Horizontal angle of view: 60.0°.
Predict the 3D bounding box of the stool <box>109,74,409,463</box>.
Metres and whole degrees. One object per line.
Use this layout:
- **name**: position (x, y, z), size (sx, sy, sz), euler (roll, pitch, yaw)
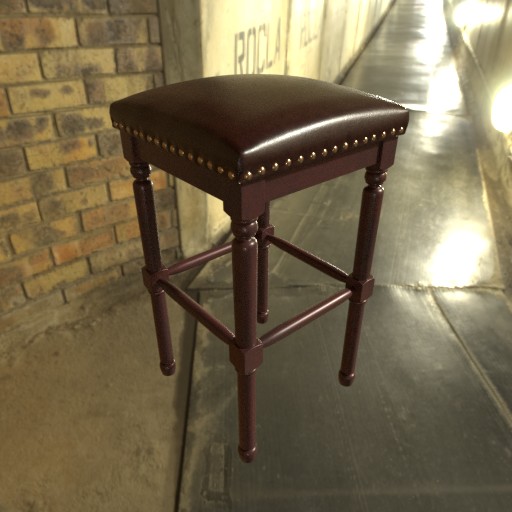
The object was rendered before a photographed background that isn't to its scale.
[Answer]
- **stool**: position (0.000, 0.000, 0.931), size (0.383, 0.702, 0.382), euler (-24, 38, -34)
